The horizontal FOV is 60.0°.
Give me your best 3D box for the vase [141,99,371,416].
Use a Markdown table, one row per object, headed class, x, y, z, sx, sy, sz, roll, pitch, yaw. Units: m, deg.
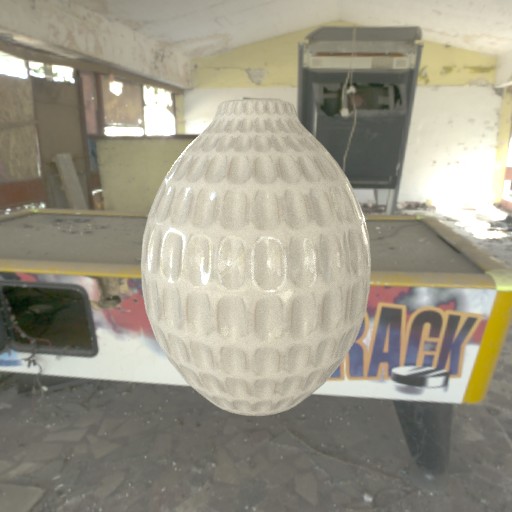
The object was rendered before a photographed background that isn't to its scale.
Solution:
| class | x | y | z | sx | sy | sz | roll | pitch | yaw |
| --- | --- | --- | --- | --- | --- | --- | --- | --- | --- |
| vase | 0.000 | 0.000 | 0.253 | 0.128 | 0.167 | 0.128 | 0 | 14 | 0 |
